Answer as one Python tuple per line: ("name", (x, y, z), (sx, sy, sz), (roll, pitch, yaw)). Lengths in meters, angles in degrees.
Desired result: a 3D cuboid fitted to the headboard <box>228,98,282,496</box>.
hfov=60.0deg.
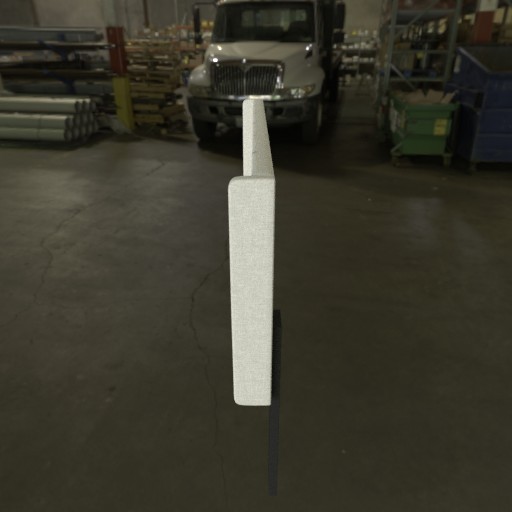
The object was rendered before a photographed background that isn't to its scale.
("headboard", (0.000, 0.000, 2.606), (0.184, 1.524, 2.051), (0, 26, 0))
